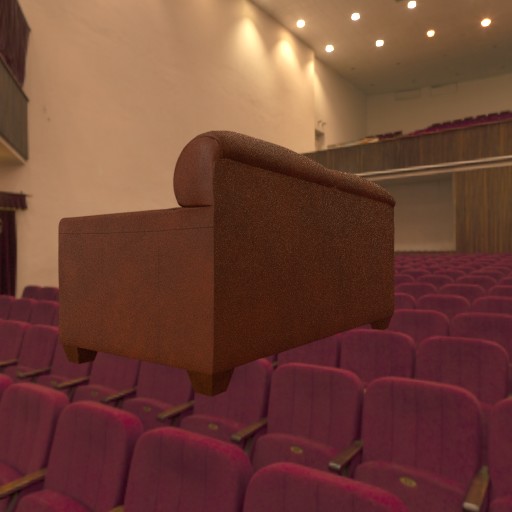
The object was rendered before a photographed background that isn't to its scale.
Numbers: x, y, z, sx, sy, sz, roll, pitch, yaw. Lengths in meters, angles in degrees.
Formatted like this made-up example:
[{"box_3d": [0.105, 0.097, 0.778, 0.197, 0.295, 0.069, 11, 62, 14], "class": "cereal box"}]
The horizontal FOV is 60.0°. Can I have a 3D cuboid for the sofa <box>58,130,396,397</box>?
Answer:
[{"box_3d": [0.000, 0.000, 2.492, 1.000, 0.966, 1.856, 0, 0, 36], "class": "sofa"}]
